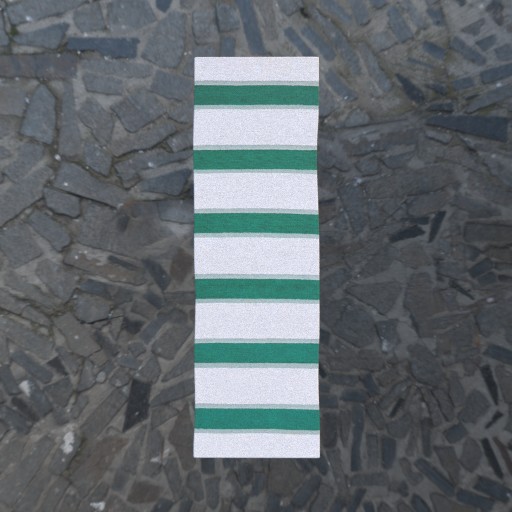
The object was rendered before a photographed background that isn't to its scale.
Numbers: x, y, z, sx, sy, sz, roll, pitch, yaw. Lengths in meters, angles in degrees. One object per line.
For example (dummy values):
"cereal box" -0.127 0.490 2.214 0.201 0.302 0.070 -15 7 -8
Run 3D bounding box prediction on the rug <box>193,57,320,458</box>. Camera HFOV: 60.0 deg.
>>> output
"rug" 0.000 0.000 2.700 0.768 0.012 2.438 0 89 0
